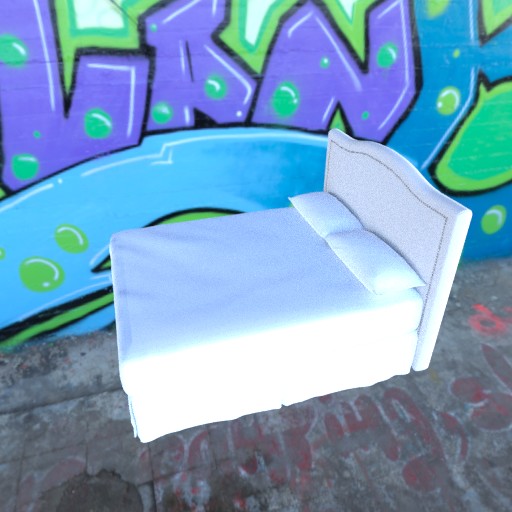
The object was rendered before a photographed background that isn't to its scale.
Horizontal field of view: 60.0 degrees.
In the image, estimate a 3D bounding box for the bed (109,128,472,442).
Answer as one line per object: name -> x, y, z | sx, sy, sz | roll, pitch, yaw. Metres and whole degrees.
bed -> 0.000, 0.000, 3.353 | 2.143, 1.460, 1.753 | -10, 33, -15
